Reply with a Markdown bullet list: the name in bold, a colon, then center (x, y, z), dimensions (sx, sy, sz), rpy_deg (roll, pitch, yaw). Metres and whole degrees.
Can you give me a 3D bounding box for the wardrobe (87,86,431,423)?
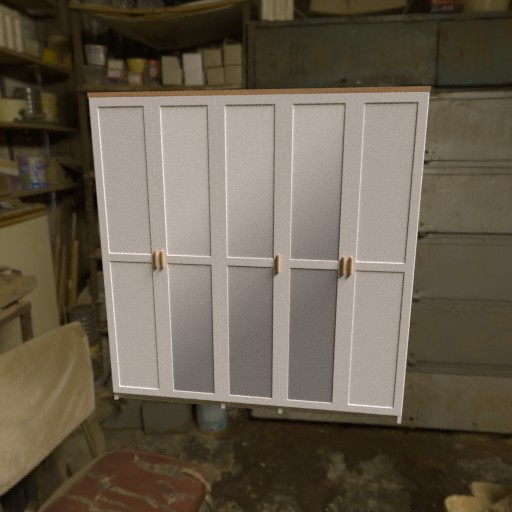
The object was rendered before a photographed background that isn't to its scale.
- **wardrobe**: center (0.000, 0.000, 3.288), dimensions (2.160, 2.260, 0.590), rpy_deg (2, 14, 8)
